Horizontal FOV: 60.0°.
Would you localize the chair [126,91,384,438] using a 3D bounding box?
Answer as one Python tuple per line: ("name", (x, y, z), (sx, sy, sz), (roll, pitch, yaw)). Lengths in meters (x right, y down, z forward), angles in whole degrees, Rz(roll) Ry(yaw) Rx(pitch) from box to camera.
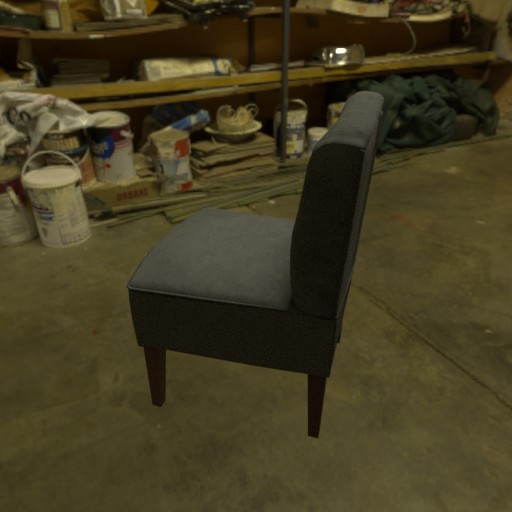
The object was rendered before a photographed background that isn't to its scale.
("chair", (0.000, 0.000, 1.193), (0.554, 0.806, 0.521), (9, 31, 15))
